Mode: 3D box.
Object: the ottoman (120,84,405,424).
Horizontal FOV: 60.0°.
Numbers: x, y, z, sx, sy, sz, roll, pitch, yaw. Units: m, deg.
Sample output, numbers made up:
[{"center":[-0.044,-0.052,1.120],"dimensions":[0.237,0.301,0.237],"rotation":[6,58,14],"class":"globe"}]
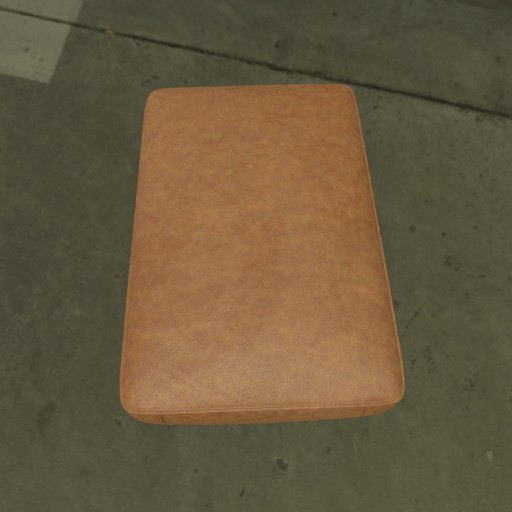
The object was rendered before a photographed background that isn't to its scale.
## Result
[{"center":[0.000,0.000,1.197],"dimensions":[0.584,0.483,0.864],"rotation":[-2,65,-1],"class":"ottoman"}]
